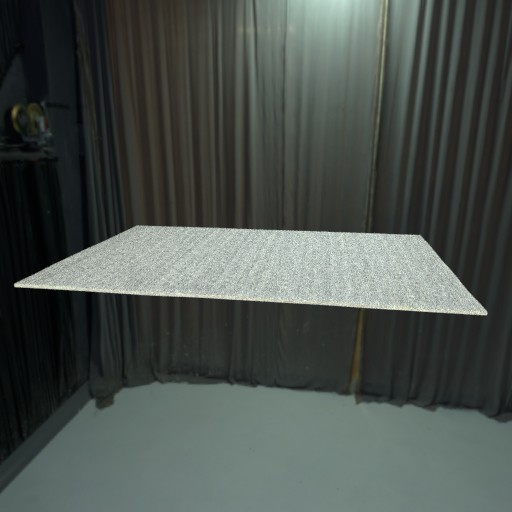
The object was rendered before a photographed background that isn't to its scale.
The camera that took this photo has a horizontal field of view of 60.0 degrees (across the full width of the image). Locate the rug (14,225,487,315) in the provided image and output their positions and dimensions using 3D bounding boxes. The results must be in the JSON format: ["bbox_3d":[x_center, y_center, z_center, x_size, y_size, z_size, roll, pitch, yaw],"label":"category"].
[{"bbox_3d":[0.000,0.000,2.836,2.297,0.018,1.532,2,16,9],"label":"rug"}]
